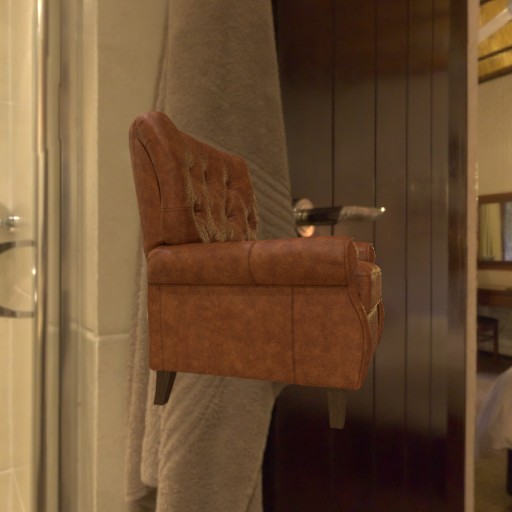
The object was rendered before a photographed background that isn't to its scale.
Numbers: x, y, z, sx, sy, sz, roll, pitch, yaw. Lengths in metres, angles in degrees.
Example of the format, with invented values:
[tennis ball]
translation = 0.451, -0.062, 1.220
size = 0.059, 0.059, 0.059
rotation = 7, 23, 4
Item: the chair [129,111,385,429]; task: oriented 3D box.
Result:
[chair]
translation = 0.000, 0.000, 1.969
size = 1.059, 1.164, 0.951
rotation = 0, 0, 20
